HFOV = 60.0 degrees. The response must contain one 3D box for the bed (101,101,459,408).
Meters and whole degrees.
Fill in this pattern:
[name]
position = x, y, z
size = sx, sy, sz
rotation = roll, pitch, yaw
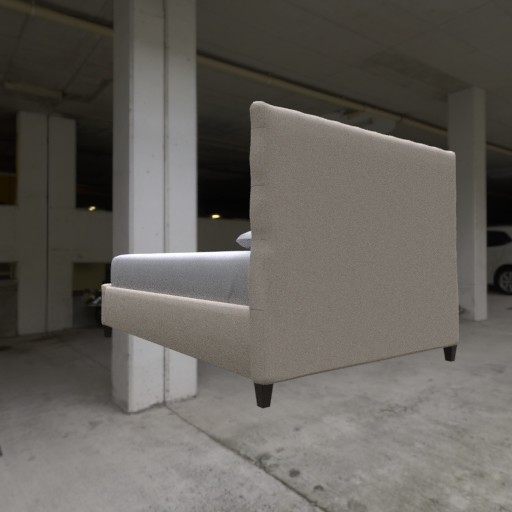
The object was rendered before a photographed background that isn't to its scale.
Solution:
[bed]
position = 0.000, 0.000, 3.467
size = 1.698, 1.427, 2.387
rotation = 0, -1, -36
